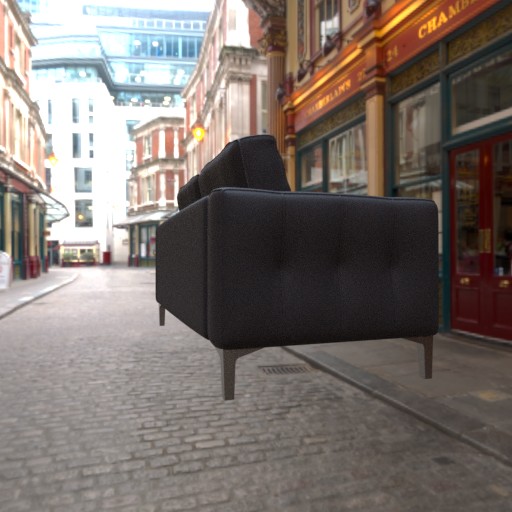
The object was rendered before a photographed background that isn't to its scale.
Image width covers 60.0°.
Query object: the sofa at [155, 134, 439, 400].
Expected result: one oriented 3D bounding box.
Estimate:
[{"bbox_3d":[0.000,0.000,2.249,0.833,0.893,1.726,0,-1,-19],"label":"sofa"}]
